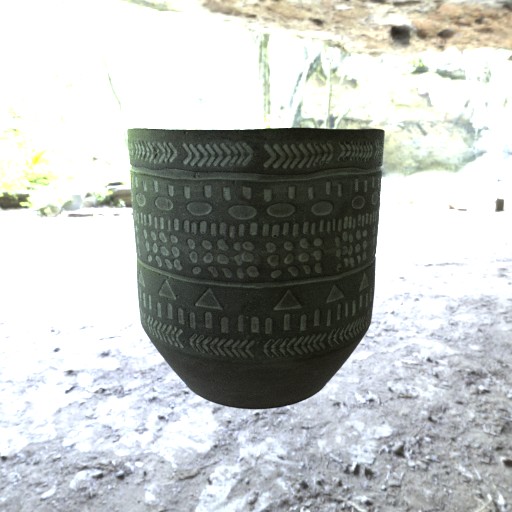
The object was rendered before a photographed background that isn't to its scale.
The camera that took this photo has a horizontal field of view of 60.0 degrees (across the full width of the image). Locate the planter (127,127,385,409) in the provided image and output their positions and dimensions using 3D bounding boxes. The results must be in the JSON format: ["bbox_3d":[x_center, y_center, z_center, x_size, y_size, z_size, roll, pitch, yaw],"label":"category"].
[{"bbox_3d":[0.000,0.000,0.270,0.142,0.149,0.142,0,15,0],"label":"planter"}]
